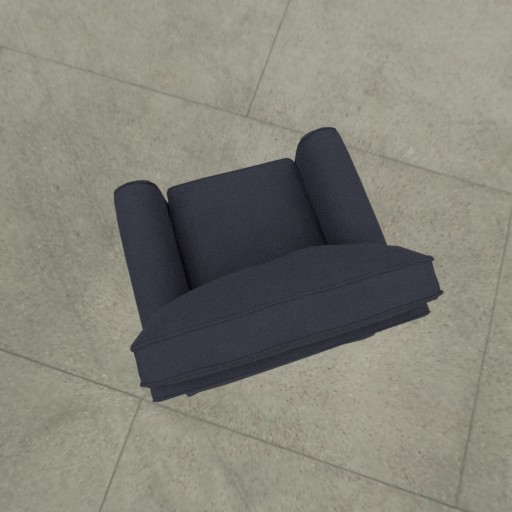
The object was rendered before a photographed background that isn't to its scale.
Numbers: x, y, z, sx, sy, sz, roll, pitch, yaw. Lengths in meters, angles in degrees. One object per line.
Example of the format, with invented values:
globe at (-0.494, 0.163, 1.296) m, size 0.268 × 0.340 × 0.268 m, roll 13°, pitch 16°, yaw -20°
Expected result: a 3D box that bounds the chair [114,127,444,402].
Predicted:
chair at (0.000, 0.000, 1.998) m, size 1.119 × 1.140 × 1.002 m, roll -17°, pitch 76°, yaw -4°
